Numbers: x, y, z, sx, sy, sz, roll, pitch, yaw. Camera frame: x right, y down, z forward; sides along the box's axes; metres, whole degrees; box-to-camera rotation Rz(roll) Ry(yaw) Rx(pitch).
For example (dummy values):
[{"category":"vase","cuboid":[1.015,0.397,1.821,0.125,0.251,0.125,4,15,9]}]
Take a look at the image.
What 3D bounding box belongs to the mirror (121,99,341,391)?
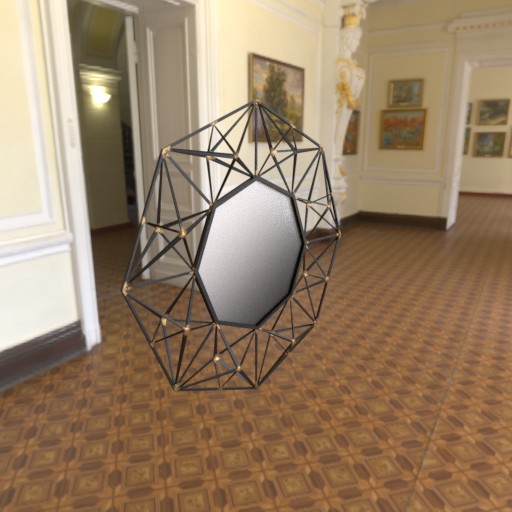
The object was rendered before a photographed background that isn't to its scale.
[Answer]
[{"category":"mirror","cuboid":[0.000,0.000,1.060,0.094,0.710,0.710,14,20,42]}]
